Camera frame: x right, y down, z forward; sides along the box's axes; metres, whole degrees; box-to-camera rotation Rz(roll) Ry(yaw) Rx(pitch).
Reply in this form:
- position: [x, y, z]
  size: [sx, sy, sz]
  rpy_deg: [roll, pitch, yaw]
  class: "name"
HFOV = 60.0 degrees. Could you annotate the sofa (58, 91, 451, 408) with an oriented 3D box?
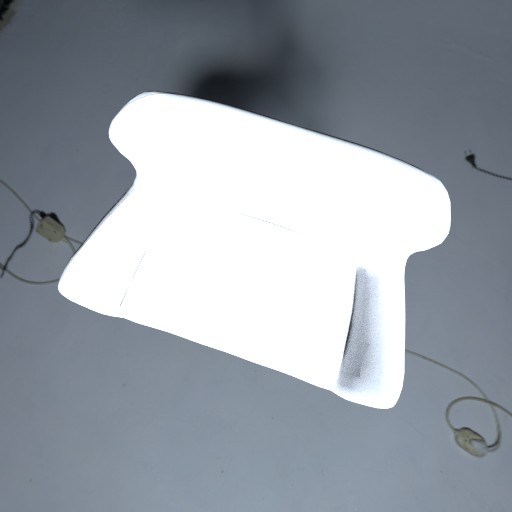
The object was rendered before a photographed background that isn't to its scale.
- position: [0.000, 0.000, 1.991]
  size: [1.424, 0.878, 0.921]
  rpy_deg: [18, 76, 5]
  class: "sofa"
